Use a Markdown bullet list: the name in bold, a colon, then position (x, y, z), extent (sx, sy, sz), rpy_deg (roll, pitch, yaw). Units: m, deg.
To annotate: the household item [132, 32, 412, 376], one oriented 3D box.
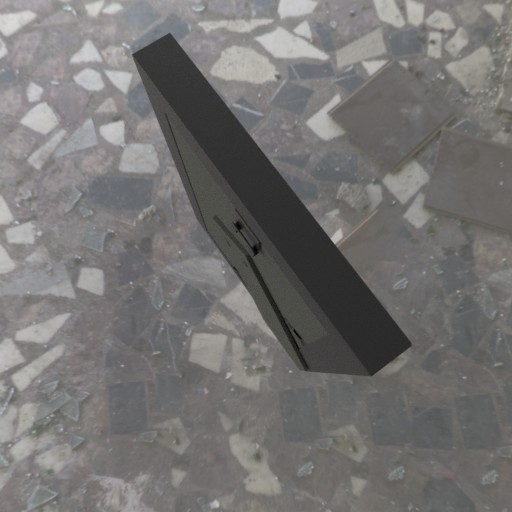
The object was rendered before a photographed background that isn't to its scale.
- **household item**: position (0.000, 0.000, 0.228), extent (0.022, 0.178, 0.133), rpy_deg (-34, 78, -8)
